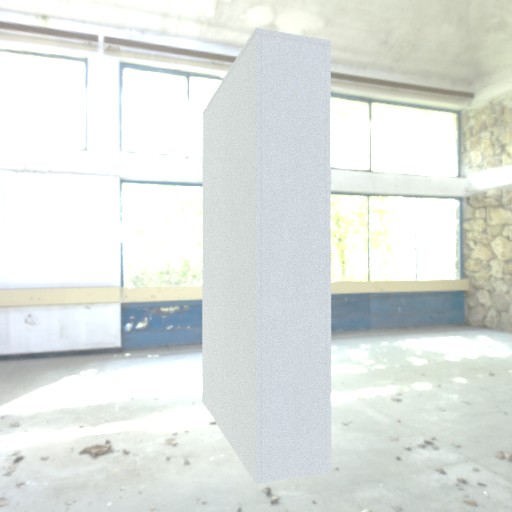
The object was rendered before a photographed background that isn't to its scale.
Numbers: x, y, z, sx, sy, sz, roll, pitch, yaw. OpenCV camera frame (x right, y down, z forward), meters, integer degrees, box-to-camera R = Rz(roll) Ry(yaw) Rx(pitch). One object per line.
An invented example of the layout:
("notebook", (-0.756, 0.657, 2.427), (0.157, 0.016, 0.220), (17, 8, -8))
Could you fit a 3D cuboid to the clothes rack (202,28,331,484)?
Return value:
("clothes rack", (0.000, 0.000, 1.638), (0.250, 1.280, 0.750), (0, 0, -18))
